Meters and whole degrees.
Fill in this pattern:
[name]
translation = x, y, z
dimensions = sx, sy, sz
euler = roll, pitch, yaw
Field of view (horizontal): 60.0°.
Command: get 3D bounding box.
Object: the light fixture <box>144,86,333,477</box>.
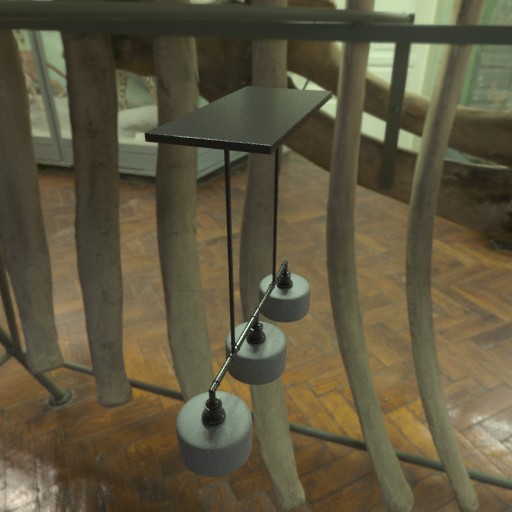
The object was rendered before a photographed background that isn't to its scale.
[light fixture]
translation = 0.000, 0.000, 0.863
dimensions = 0.177, 0.557, 0.582
euler = 10, 31, 17
